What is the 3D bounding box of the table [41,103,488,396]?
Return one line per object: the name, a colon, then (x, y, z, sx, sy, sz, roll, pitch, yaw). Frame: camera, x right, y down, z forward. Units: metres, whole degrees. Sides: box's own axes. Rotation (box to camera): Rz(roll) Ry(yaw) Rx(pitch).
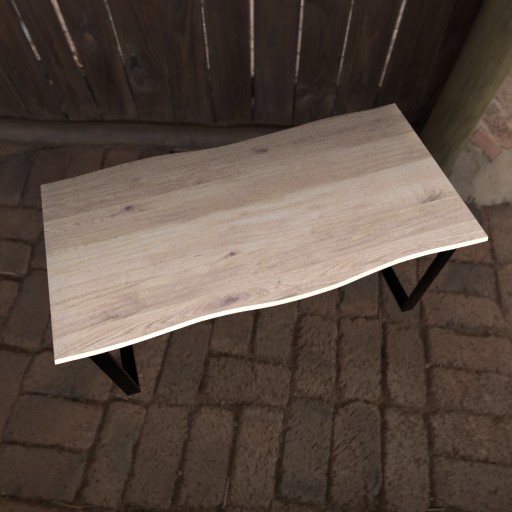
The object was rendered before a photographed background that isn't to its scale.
table: (0.000, 0.000, 2.274, 1.800, 0.780, 0.900, -15, 60, -9)
